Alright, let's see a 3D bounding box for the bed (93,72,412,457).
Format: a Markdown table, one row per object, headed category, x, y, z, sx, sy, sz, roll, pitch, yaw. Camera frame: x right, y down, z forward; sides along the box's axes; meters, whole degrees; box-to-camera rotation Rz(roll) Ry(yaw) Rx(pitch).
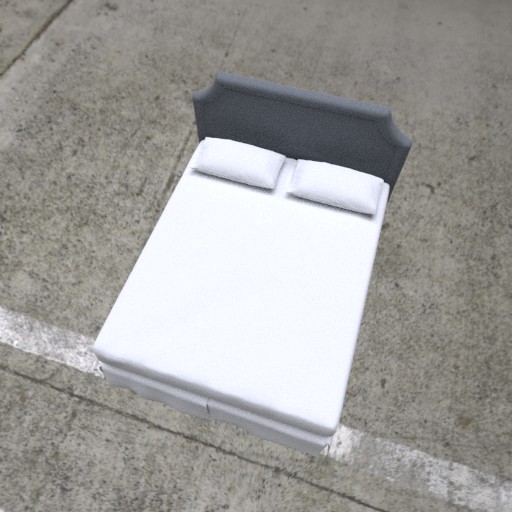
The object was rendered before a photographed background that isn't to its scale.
| category | x | y | z | sx | sy | sz | roll | pitch | yaw |
| --- | --- | --- | --- | --- | --- | --- | --- | --- | --- |
| bed | 0.000 | 0.000 | 3.317 | 1.811 | 1.296 | 2.259 | 16 | 61 | 9 |
